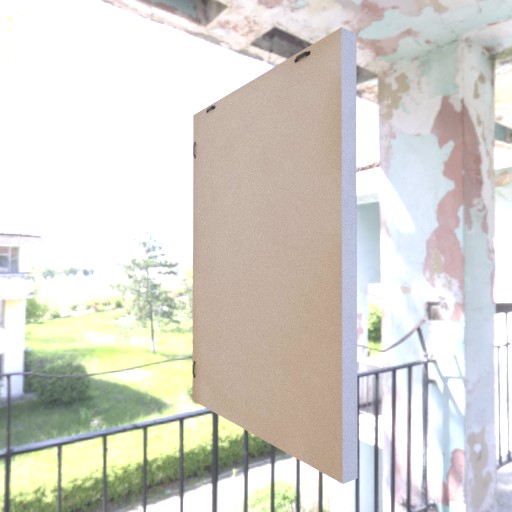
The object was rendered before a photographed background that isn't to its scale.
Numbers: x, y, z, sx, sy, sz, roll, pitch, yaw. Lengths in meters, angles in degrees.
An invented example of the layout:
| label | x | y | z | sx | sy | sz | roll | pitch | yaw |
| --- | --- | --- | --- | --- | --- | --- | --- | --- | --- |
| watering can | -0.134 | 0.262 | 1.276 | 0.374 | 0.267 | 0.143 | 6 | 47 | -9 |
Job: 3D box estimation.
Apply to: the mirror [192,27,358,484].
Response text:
| label | x | y | z | sx | sy | sz | roll | pitch | yaw |
| --- | --- | --- | --- | --- | --- | --- | --- | --- | --- |
| mirror | 0.000 | 0.000 | 0.904 | 0.039 | 0.710 | 0.507 | 1 | -1 | -35 |
